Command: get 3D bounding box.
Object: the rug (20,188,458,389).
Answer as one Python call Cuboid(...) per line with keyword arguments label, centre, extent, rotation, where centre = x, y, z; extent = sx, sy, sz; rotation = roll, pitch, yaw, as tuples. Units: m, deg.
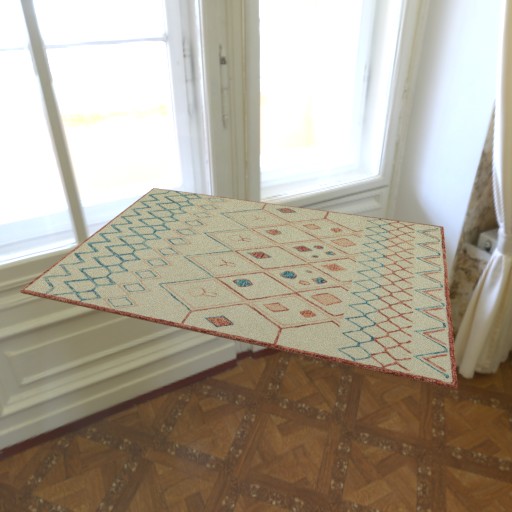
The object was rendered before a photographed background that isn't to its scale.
Cuboid(label="rug", centre=(0.000, 0.000, 2.238), extent=(1.829, 0.016, 1.219), rotation=(10, 33, 15))
